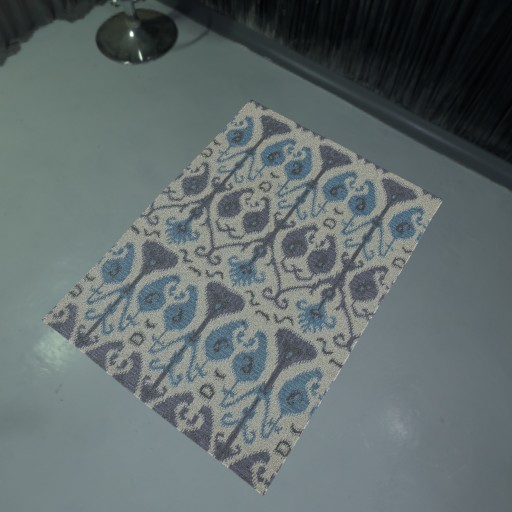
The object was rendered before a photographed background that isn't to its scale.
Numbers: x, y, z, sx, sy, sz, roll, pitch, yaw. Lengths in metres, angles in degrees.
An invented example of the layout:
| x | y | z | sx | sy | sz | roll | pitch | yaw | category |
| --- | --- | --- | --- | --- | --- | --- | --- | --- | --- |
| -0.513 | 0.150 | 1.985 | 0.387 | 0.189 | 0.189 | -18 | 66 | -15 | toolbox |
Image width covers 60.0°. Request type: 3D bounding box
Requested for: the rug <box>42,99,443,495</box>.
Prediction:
| x | y | z | sx | sy | sz | roll | pitch | yaw | category |
| --- | --- | --- | --- | --- | --- | --- | --- | --- | --- |
| 0.000 | 0.000 | 2.940 | 1.676 | 0.013 | 2.261 | 32 | 68 | 15 | rug |
